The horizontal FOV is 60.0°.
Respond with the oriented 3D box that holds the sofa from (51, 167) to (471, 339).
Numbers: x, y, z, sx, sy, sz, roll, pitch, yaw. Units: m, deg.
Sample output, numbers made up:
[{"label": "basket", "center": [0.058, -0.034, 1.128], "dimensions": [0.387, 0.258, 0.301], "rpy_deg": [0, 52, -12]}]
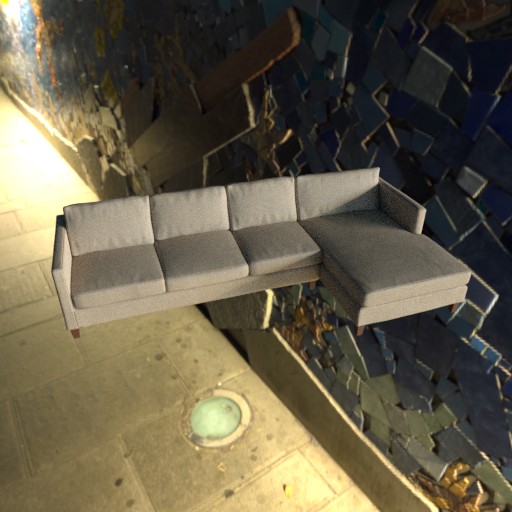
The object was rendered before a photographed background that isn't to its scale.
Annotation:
[{"label": "sofa", "center": [0.000, 0.000, 3.800], "dimensions": [3.186, 0.846, 1.625], "rpy_deg": [-10, 34, -16]}]
